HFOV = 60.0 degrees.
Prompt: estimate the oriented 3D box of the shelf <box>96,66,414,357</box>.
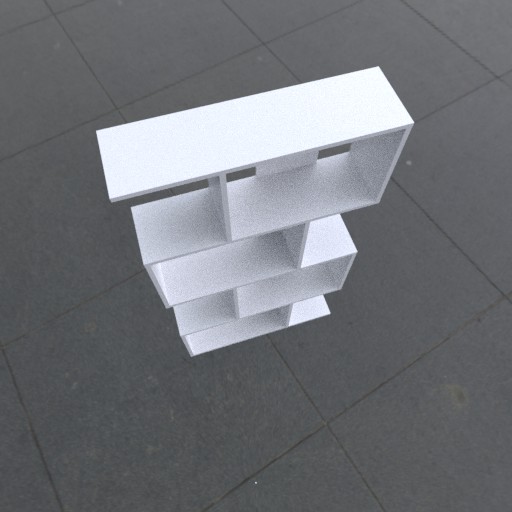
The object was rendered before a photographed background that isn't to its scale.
[{"bbox_3d":[0.000,0.000,2.020,0.890,1.650,0.250,-16,64,-8],"label":"shelf"}]
